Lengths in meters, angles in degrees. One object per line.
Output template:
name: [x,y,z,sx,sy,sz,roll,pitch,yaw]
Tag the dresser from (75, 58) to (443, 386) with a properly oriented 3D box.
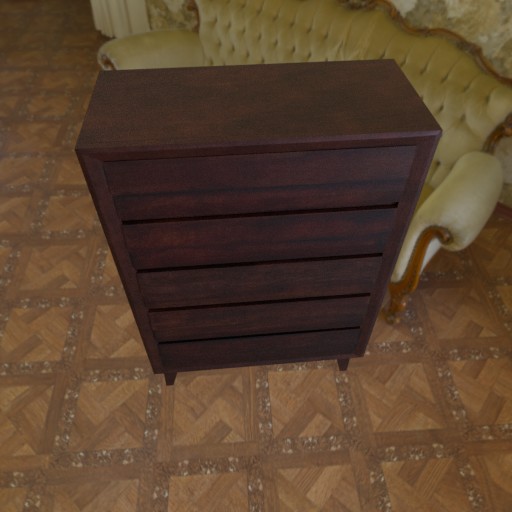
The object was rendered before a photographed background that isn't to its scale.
dresser: [0.000,0.000,2.001,1.072,1.514,0.506,-4,48,-4]
